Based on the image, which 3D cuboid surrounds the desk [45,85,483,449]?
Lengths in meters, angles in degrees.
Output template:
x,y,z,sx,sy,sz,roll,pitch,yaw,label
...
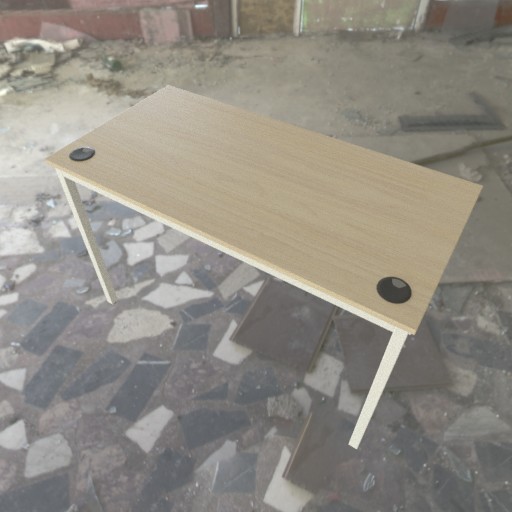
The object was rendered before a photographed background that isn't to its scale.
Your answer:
x,y,z,sx,sy,sz,roll,pitch,yaw,label
0.000,0.000,1.618,1.200,0.750,0.600,25,51,22,desk
